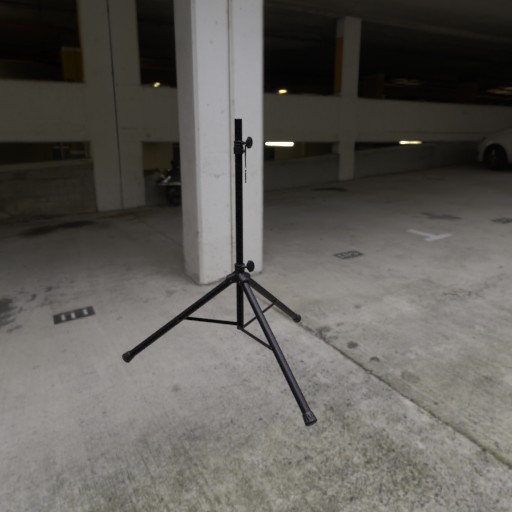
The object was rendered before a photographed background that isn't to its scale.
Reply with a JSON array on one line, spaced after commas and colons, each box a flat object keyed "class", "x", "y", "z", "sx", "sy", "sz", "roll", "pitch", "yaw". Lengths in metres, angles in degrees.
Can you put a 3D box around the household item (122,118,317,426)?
[{"class": "household item", "x": 0.000, "y": 0.000, "z": 1.900, "sx": 1.045, "sy": 1.136, "sz": 0.907, "roll": -8, "pitch": 17, "yaw": -27}]
